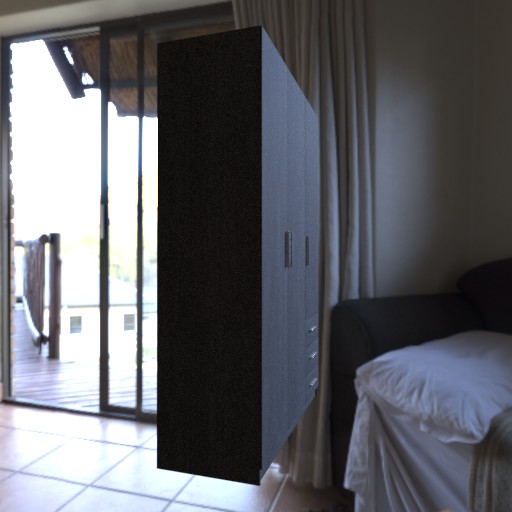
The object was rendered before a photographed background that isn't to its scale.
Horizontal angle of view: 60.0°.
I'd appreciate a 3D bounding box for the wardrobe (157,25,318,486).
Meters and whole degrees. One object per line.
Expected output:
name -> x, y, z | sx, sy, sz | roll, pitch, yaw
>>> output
wardrobe -> 0.000, 0.000, 2.523 | 0.510, 1.910, 1.290 | 0, 0, 18
